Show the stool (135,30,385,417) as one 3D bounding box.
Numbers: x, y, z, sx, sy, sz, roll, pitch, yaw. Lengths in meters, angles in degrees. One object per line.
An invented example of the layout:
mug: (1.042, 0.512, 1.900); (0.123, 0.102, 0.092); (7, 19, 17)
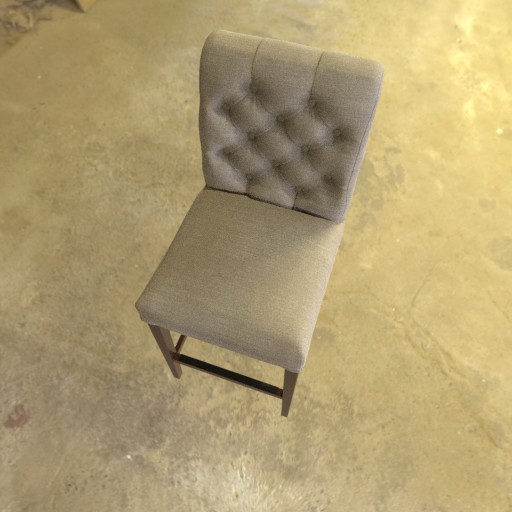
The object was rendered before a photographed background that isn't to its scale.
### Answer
stool: (0.000, 0.000, 1.407); (0.486, 1.084, 0.660); (16, 59, 10)
